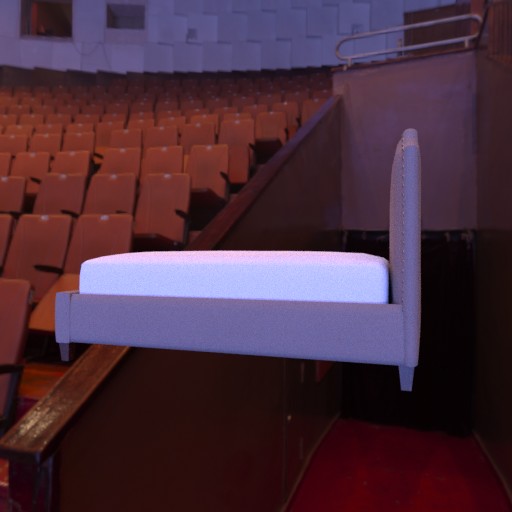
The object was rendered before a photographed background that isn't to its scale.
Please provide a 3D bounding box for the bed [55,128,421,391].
[{"bbox_3d":[0.000,0.000,3.489,2.372,1.443,1.713,0,0,17],"label":"bed"}]
